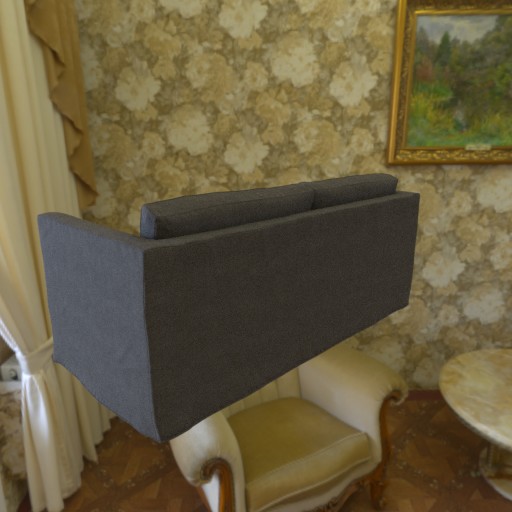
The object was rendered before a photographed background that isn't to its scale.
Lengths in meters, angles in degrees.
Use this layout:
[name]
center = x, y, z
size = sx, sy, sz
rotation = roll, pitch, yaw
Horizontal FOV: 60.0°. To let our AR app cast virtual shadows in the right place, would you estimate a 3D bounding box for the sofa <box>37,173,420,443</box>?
[sofa]
center = 0.000, 0.000, 2.448
size = 0.953, 0.855, 1.982
rotation = 15, 21, 43
